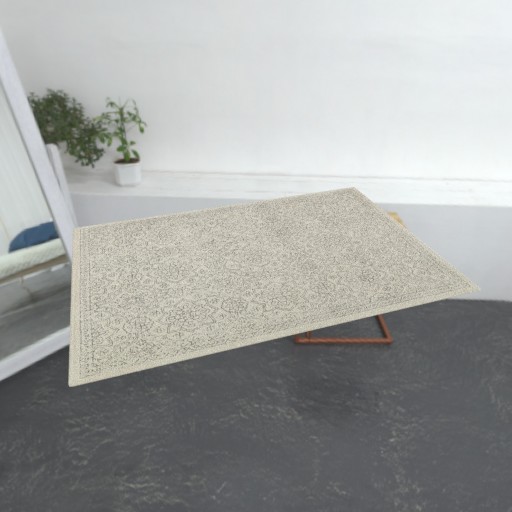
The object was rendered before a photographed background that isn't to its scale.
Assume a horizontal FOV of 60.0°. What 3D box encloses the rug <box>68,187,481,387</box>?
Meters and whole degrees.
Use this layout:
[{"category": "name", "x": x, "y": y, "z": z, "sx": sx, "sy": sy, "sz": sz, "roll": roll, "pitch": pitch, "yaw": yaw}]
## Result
[{"category": "rug", "x": 0.000, "y": 0.000, "z": 2.904, "sx": 2.286, "sy": 0.011, "sz": 1.524, "roll": -10, "pitch": 34, "yaw": -15}]
